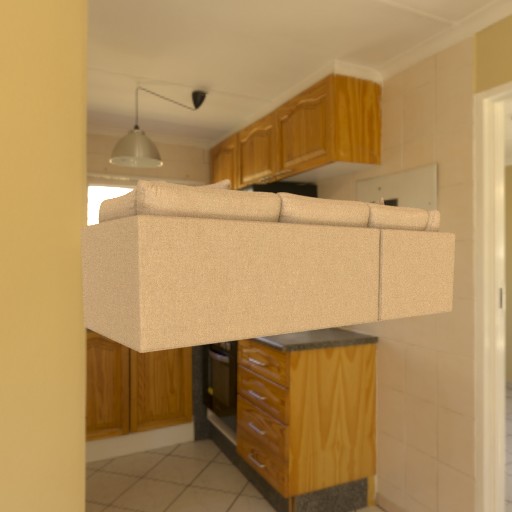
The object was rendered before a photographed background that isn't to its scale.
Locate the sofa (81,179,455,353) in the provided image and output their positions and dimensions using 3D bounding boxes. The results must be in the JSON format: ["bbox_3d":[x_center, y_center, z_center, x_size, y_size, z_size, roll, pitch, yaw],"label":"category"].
[{"bbox_3d":[0.000,0.000,3.830,2.896,0.978,1.994,0,0,-36],"label":"sofa"}]
